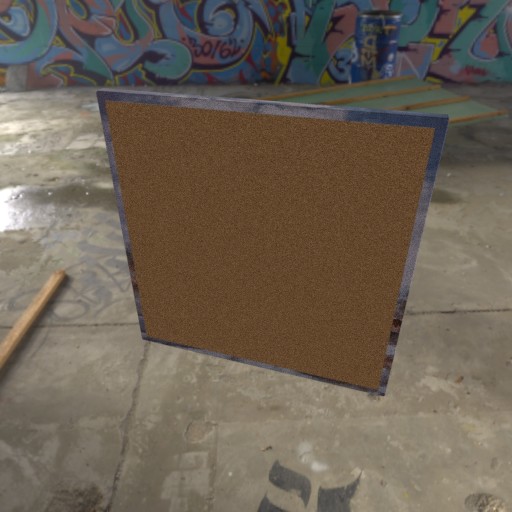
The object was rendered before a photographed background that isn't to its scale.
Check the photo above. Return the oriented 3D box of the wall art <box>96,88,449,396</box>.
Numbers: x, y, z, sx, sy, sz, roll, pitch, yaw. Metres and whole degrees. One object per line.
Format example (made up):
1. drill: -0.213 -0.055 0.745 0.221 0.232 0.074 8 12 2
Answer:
1. wall art: 0.000 0.000 1.325 0.888 0.897 0.035 10 34 15
